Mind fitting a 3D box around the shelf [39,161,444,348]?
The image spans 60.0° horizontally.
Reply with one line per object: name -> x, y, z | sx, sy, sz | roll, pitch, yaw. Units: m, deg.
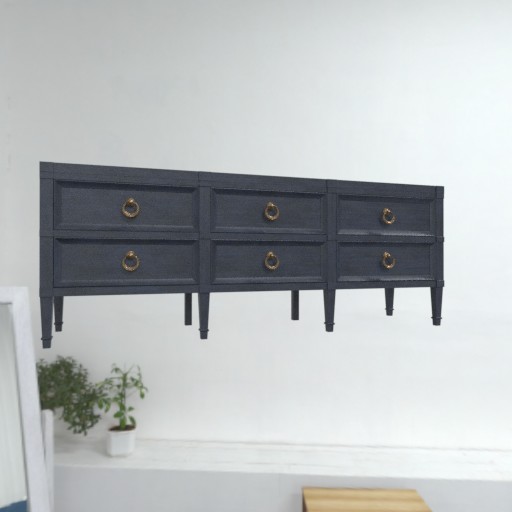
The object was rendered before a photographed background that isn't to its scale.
shelf -> 0.000, 0.000, 2.189 | 1.878, 0.715, 0.471 | 0, 0, -18
